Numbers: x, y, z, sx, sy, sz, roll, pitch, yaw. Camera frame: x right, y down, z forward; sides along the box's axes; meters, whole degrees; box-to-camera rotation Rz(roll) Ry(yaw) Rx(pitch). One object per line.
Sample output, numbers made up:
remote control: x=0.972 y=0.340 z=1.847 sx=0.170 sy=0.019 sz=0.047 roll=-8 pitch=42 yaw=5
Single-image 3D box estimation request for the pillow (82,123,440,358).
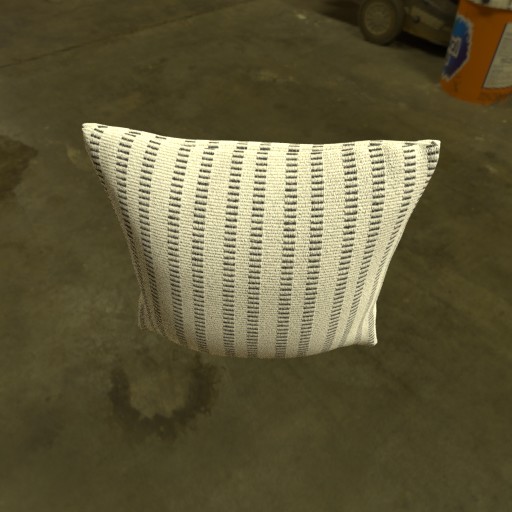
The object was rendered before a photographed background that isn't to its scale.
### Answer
pillow: x=0.000 y=0.000 z=0.674 sx=0.438 sy=0.419 sz=0.247 roll=4 pitch=46 yaw=3
